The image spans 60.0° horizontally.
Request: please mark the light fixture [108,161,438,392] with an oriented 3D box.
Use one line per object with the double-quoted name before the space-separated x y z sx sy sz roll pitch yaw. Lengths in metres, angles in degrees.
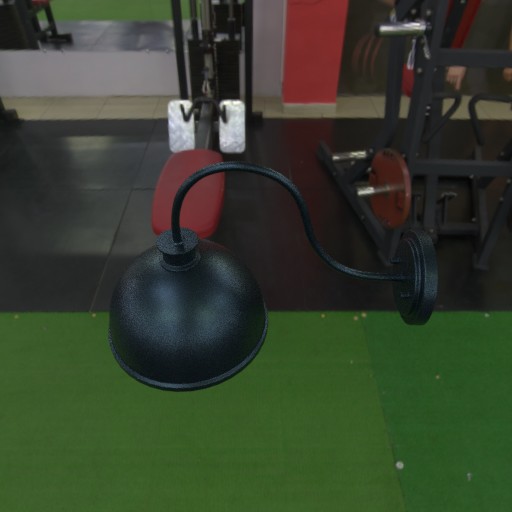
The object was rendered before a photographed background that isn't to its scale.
"light fixture" 0.000 0.000 0.616 0.467 0.295 0.253 1 42 1
